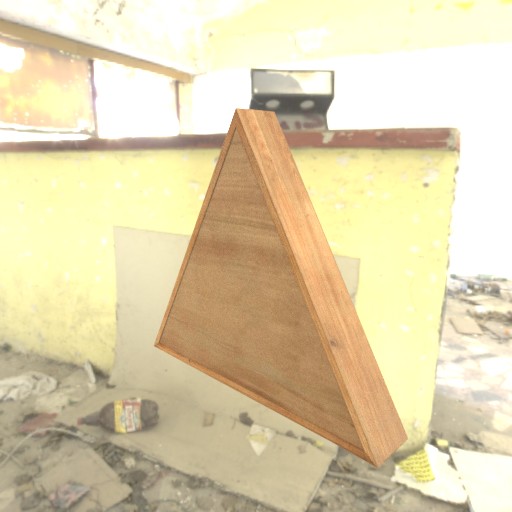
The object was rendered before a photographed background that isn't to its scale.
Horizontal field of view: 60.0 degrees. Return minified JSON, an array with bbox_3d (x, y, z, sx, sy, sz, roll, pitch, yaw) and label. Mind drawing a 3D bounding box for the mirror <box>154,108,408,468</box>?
[{"bbox_3d":[0.000,0.000,0.870,0.100,0.548,0.631,-12,17,-43],"label":"mirror"}]
